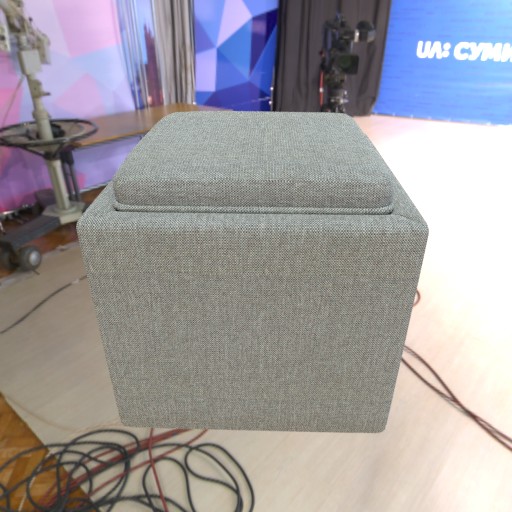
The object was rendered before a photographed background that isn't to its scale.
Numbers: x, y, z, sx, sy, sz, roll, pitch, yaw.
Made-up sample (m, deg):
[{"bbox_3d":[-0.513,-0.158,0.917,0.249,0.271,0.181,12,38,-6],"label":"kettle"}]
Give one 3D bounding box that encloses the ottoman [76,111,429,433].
[{"bbox_3d":[0.000,0.000,0.826,0.450,0.460,0.450,1,30,1],"label":"ottoman"}]
